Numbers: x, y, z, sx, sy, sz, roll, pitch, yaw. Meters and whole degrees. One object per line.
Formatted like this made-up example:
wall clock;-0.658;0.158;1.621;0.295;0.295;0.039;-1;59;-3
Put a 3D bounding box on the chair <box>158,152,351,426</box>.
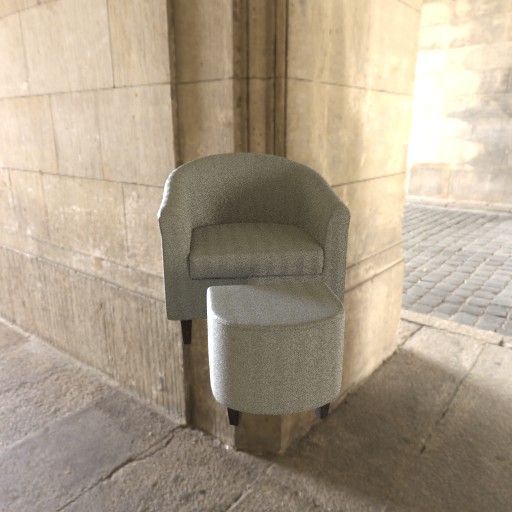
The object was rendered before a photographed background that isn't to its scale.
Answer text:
chair;0.000;0.000;1.798;0.756;0.757;1.288;-2;16;-7
